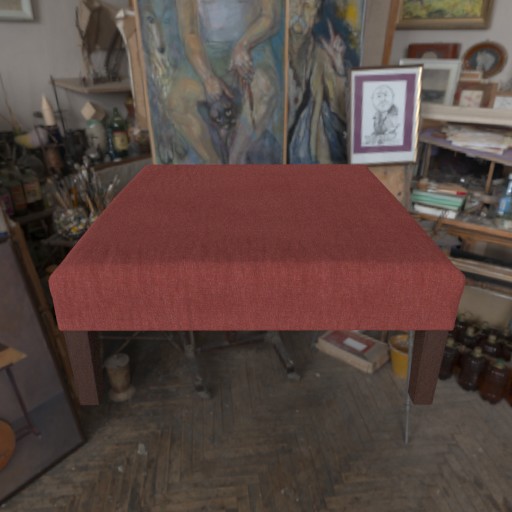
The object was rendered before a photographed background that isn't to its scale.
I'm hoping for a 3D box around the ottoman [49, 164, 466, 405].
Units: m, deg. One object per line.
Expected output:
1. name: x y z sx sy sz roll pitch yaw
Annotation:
1. ottoman: 0.000 0.000 1.399 0.889 0.411 0.890 0 26 0
